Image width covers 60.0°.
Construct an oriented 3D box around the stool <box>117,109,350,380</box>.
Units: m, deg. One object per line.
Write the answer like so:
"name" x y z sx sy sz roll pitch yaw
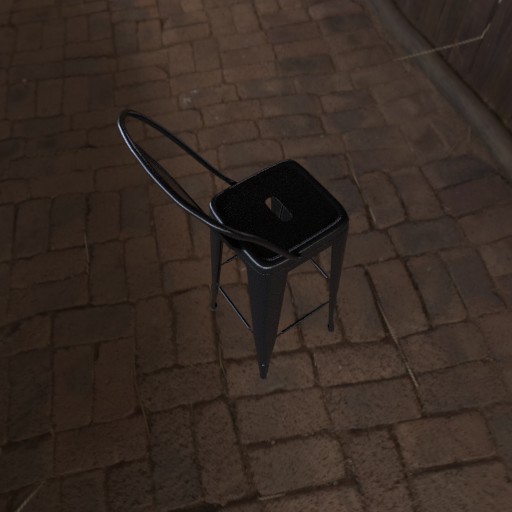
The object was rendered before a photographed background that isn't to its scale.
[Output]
"stool" 0.000 0.000 1.328 0.513 1.096 0.399 -30 62 -18
